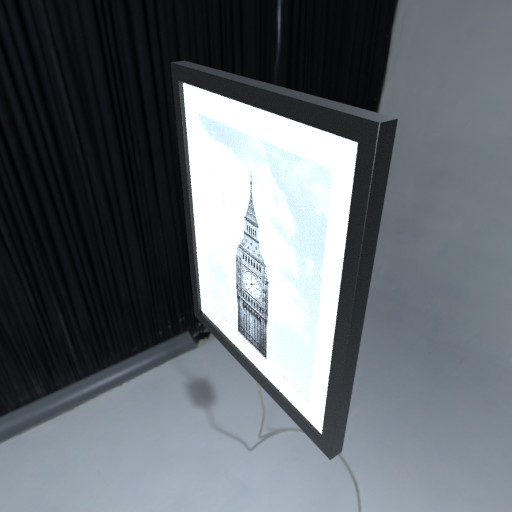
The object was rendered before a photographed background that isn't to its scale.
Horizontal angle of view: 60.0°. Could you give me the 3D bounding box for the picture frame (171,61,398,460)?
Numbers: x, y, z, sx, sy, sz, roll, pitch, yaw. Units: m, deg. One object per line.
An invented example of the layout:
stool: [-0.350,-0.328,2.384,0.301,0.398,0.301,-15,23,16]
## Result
picture frame: [0.000,0.000,0.753,0.028,0.556,0.460,-21,38,-30]
